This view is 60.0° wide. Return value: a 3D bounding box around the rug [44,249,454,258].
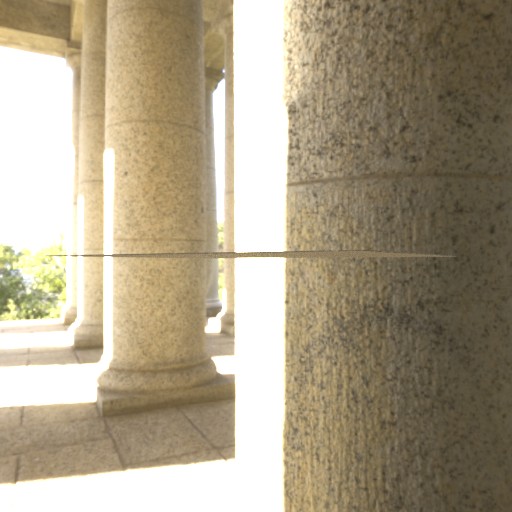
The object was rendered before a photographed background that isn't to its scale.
[{"bbox_3d":[0.000,0.000,3.949,2.892,0.006,2.283,-1,-1,35],"label":"rug"}]
